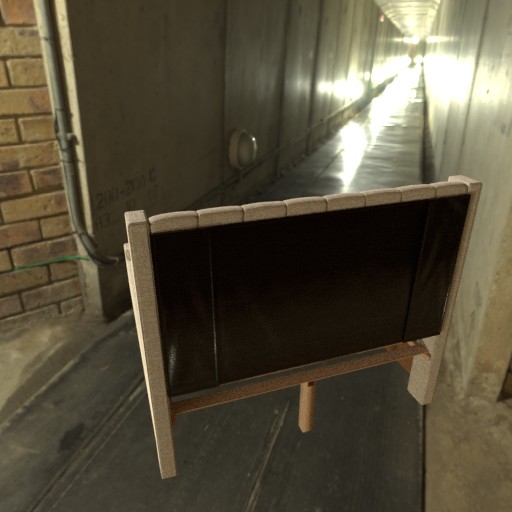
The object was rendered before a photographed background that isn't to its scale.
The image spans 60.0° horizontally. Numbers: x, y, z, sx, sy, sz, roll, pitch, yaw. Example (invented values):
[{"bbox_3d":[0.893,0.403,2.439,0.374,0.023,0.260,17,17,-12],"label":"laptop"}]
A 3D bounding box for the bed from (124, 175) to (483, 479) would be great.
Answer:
[{"bbox_3d":[0.000,0.000,3.692,2.044,1.748,2.372,-9,27,-17],"label":"bed"}]
